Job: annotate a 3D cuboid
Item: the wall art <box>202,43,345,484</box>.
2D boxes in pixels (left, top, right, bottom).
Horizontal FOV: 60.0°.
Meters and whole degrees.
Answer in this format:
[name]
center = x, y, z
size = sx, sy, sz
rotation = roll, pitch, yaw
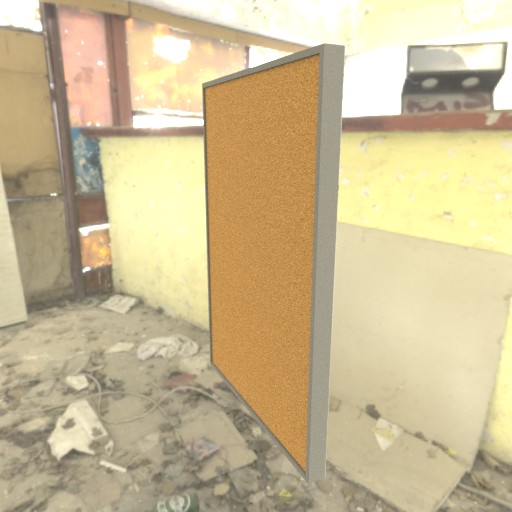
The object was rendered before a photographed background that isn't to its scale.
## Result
[wall art]
center = 0.000, 0.000, 0.958
size = 0.039, 0.753, 0.511
rotation = -7, 16, -26
